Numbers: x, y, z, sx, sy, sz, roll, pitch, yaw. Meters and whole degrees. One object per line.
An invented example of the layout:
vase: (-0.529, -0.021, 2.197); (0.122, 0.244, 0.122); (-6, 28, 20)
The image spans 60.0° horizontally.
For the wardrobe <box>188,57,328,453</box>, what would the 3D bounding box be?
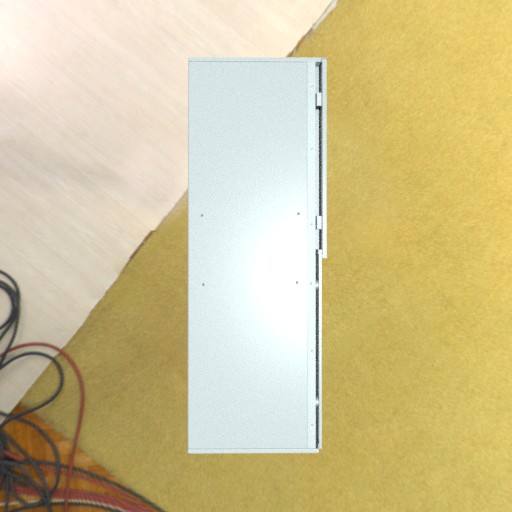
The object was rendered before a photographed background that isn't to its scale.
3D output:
wardrobe: (0.000, 0.000, 2.966); (0.629, 1.960, 1.780); (0, 90, 0)
